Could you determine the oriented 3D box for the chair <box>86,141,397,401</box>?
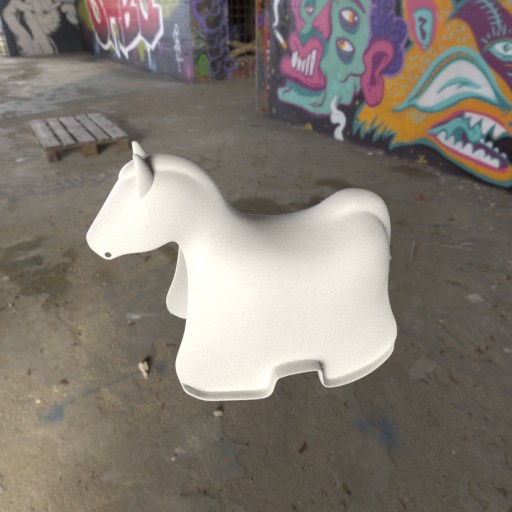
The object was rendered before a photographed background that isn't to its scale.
[{"bbox_3d":[0.000,0.000,1.155,0.800,0.612,0.429,-7,31,-13],"label":"chair"}]
